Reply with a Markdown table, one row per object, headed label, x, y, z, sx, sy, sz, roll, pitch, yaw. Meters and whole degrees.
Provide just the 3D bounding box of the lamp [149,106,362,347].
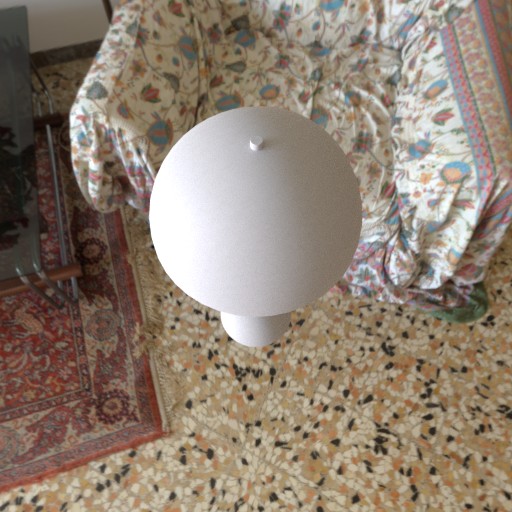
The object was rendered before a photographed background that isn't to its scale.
| label | x | y | z | sx | sy | sz | roll | pitch | yaw |
| --- | --- | --- | --- | --- | --- | --- | --- | --- | --- |
| lamp | 0.000 | 0.000 | 0.430 | 0.171 | 0.330 | 0.171 | 0 | 64 | 0 |
